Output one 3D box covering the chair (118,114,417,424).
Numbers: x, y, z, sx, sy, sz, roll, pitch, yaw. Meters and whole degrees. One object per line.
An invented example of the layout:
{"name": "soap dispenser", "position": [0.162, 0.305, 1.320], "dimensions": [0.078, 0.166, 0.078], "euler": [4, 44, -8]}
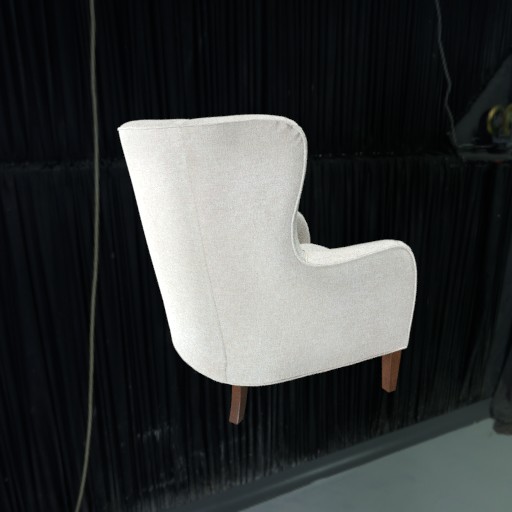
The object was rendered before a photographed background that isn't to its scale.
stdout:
{"name": "chair", "position": [0.000, 0.000, 1.764], "dimensions": [0.966, 1.040, 0.838], "euler": [-8, 17, -25]}
